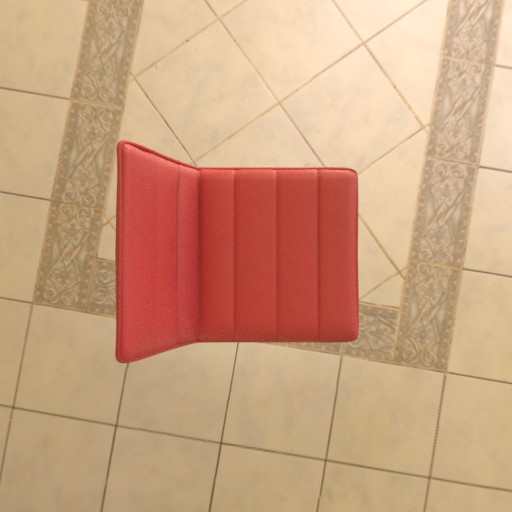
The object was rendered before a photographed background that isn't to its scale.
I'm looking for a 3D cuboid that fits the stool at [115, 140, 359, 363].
[{"bbox_3d":[0.000,0.000,1.179,0.524,0.866,0.489,0,89,0],"label":"stool"}]
